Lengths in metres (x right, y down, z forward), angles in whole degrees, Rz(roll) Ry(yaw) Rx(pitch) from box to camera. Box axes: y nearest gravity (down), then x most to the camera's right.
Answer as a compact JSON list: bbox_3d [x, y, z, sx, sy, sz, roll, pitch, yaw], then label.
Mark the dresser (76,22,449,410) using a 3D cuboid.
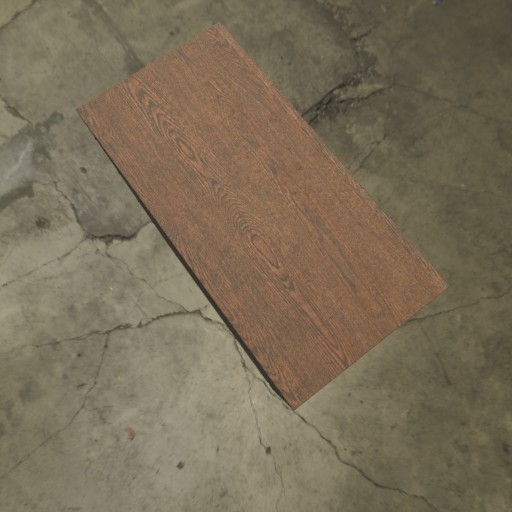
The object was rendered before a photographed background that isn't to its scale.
[{"bbox_3d":[0.000,0.000,1.779,0.508,1.321,0.965,-36,78,-9],"label":"dresser"}]
